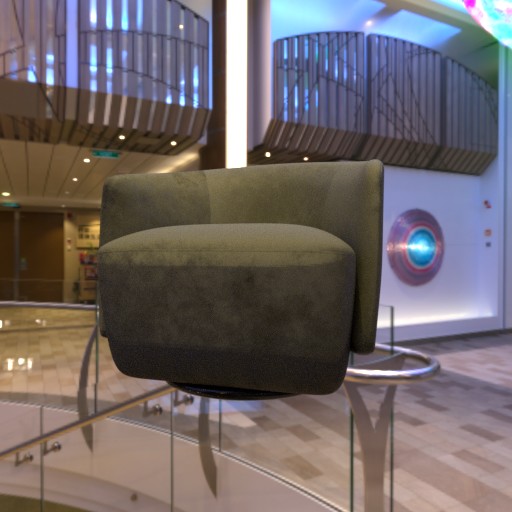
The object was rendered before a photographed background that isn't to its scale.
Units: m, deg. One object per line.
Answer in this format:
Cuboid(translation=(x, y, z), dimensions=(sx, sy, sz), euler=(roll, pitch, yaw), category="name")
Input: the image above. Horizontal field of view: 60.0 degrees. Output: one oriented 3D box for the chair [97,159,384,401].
Cuboid(translation=(0.000, 0.000, 1.382), dimensions=(0.773, 0.698, 0.767), euler=(0, 1, 17), category="chair")
